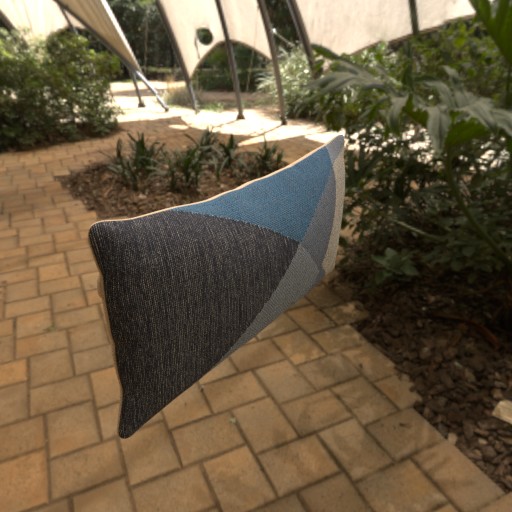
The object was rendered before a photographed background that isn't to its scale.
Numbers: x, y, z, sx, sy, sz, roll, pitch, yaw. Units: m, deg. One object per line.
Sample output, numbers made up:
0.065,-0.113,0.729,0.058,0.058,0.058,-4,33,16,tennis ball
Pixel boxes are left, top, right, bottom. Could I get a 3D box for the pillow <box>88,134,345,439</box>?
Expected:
0.000,0.000,0.733,0.148,0.307,0.604,18,31,32,pillow
